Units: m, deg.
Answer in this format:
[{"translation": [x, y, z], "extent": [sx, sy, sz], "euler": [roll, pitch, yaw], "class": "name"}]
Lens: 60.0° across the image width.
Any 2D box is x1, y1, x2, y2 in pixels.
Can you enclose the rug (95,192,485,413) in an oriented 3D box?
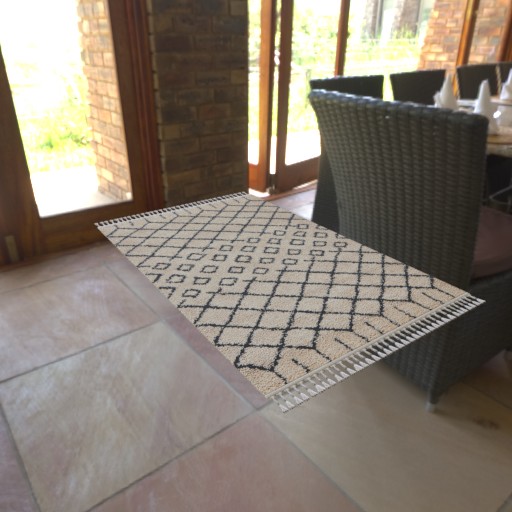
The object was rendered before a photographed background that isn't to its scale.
[{"translation": [0.000, 0.000, 2.480], "extent": [1.196, 0.008, 2.006], "euler": [-17, 31, -31], "class": "rug"}]
